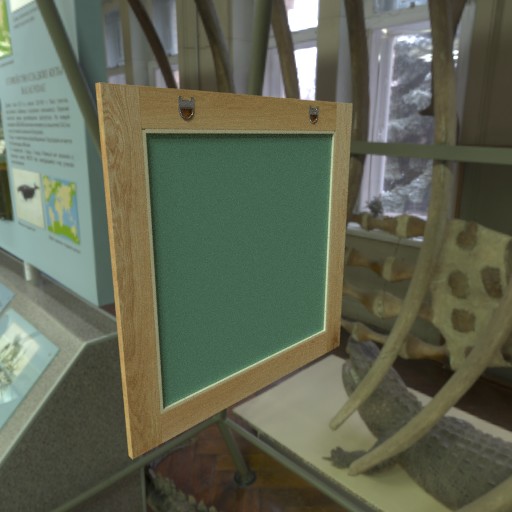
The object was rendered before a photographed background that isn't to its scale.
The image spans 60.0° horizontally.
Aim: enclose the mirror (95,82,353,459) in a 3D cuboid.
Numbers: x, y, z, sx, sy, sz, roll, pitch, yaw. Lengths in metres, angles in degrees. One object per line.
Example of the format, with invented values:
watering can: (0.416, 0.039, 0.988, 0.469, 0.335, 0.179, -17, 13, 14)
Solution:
mirror: (0.000, 0.000, 1.174, 0.800, 0.800, 0.020, -15, 21, -43)
